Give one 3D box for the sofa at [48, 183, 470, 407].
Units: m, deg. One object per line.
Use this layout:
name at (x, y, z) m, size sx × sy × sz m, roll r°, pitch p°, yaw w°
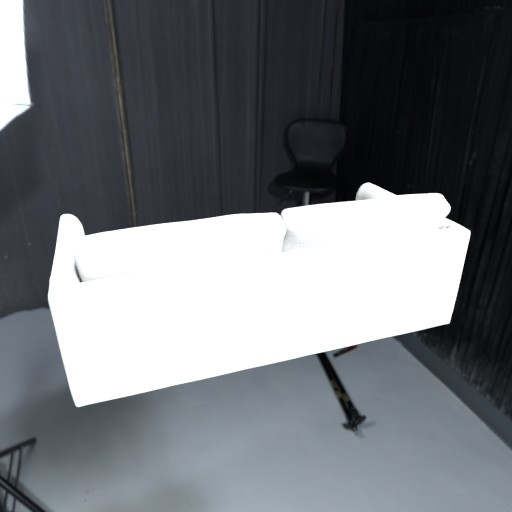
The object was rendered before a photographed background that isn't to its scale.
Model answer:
sofa at (0.000, 0.000, 2.749) m, size 2.588 × 0.838 × 1.090 m, roll -8°, pitch 27°, yaw -17°
